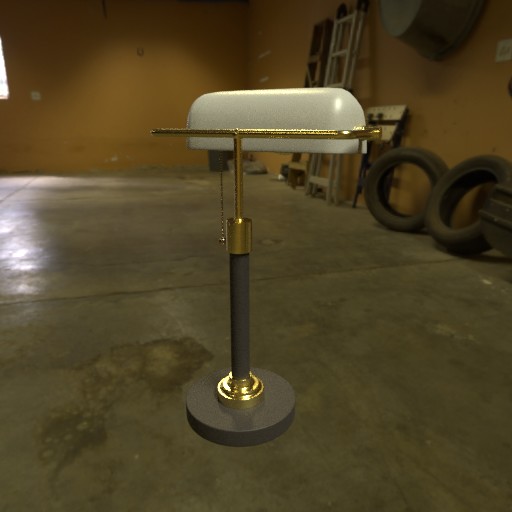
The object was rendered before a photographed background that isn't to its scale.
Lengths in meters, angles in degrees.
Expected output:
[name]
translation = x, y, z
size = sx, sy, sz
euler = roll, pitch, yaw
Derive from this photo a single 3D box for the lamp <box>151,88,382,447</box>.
[lamp]
translation = 0.000, 0.000, 0.566
size = 0.269, 0.404, 0.227
euler = 9, 19, 27
